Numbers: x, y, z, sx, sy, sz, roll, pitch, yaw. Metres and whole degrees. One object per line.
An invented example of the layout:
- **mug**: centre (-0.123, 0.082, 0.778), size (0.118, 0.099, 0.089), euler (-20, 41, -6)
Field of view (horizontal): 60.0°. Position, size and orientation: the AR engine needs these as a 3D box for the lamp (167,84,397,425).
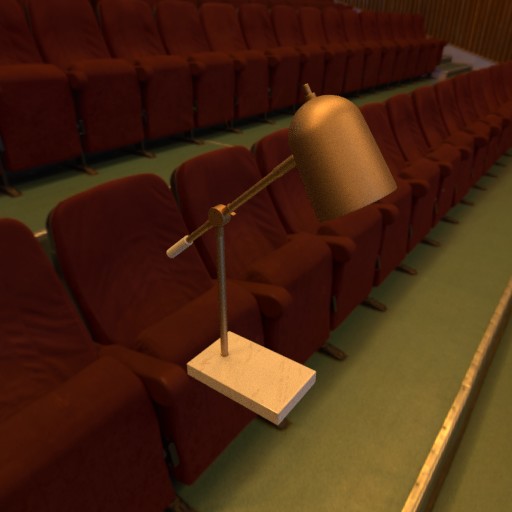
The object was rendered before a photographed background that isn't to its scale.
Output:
- **lamp**: centre (0.000, 0.000, 0.813), size (0.471, 0.603, 0.144), euler (19, 33, 32)
